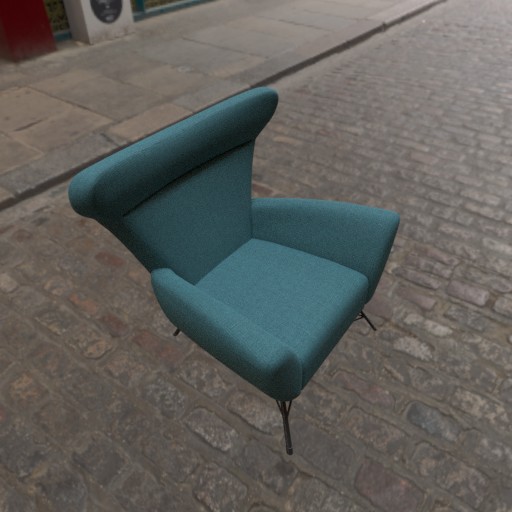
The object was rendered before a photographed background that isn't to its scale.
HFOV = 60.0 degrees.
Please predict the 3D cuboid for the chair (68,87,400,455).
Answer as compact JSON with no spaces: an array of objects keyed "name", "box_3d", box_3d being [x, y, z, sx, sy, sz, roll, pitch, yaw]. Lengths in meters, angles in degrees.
[{"name":"chair","box_3d":[0.000,0.000,1.790,0.900,0.980,1.050,25,46,27]}]
